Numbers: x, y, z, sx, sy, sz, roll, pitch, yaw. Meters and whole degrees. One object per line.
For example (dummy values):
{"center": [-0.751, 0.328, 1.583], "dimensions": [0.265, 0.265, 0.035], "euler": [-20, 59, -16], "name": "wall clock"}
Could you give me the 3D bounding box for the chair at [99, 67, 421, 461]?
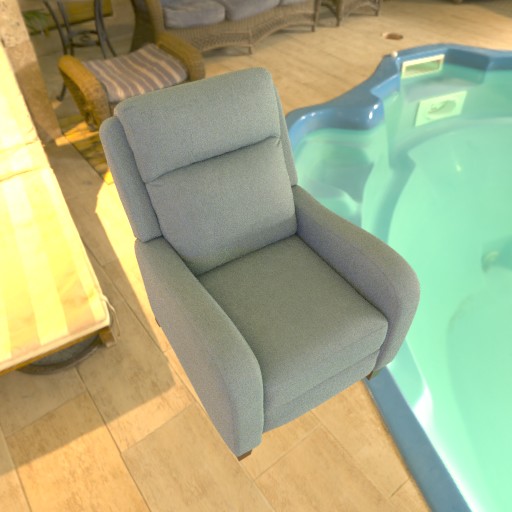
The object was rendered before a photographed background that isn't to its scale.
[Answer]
{"center": [0.000, 0.000, 1.689], "dimensions": [0.785, 1.067, 0.988], "euler": [-23, 50, -22], "name": "chair"}
